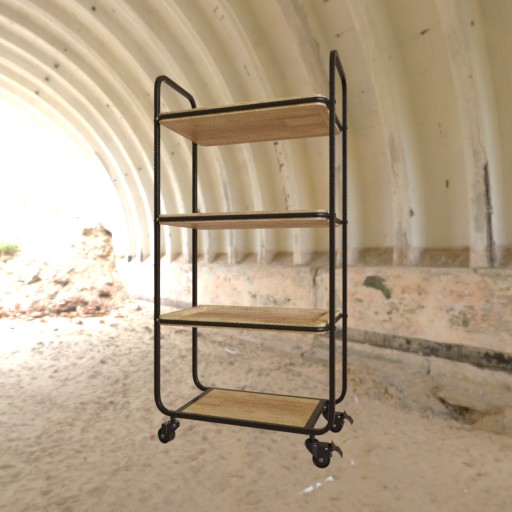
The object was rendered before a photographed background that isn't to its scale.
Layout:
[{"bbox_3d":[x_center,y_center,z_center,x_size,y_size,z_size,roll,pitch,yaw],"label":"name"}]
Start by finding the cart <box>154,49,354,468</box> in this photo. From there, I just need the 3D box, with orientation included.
[{"bbox_3d":[0.000,0.000,1.323,0.545,1.080,0.321,0,0,19],"label":"cart"}]
